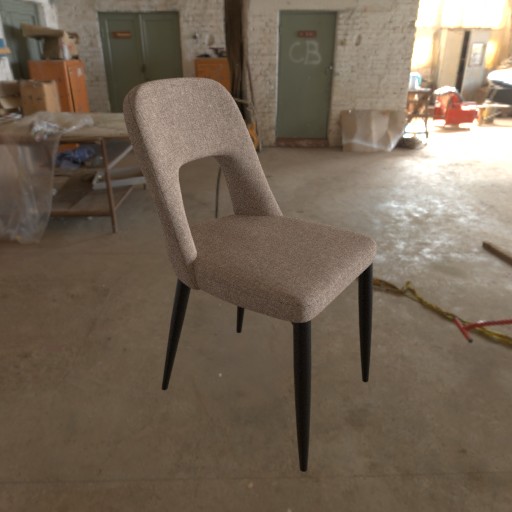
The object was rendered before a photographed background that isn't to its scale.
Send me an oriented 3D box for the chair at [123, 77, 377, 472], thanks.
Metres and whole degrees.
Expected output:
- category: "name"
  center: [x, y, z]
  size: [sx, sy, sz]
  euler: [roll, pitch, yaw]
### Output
- category: "chair"
  center: [0.000, 0.000, 1.272]
  size: [0.612, 0.931, 0.470]
  euler: [17, 30, 31]
